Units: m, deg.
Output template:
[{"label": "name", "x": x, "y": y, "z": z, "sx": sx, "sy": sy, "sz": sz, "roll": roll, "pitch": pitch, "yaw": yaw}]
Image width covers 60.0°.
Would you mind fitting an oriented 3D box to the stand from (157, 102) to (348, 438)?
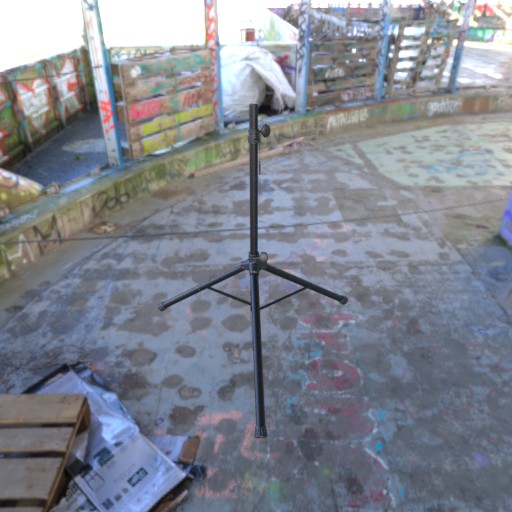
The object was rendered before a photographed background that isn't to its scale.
[{"label": "stand", "x": 0.000, "y": 0.000, "z": 1.805, "sx": 1.045, "sy": 1.136, "sz": 0.907, "roll": -1, "pitch": 30, "yaw": -2}]
